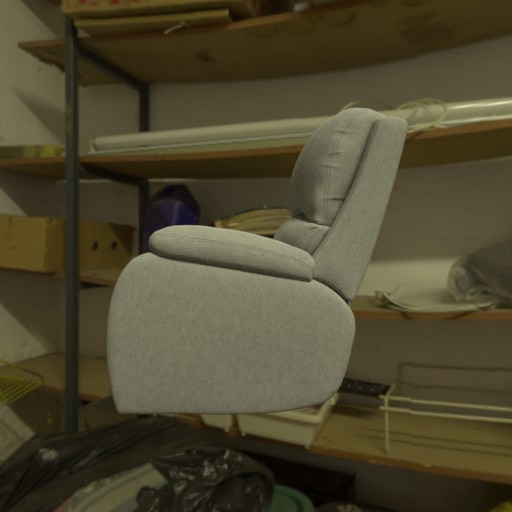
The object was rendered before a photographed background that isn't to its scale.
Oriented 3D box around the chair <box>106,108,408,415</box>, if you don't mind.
[{"bbox_3d":[0.000,0.000,1.722,0.899,1.011,0.930,0,0,0],"label":"chair"}]
